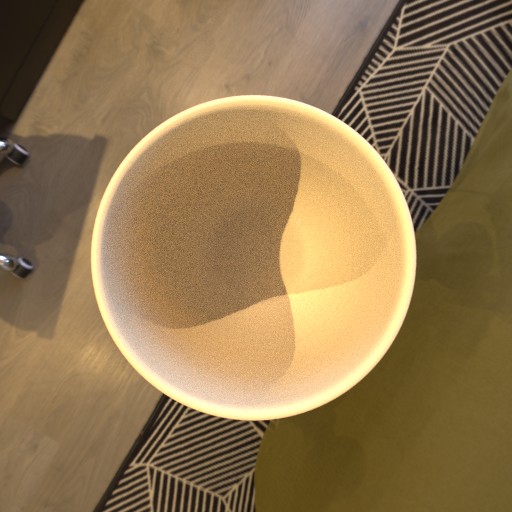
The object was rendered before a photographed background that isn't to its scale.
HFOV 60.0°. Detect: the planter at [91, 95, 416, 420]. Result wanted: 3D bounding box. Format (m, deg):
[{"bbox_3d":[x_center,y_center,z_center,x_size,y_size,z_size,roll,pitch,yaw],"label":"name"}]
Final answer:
[{"bbox_3d":[0.000,0.000,0.375,0.208,0.190,0.208,0,91,2],"label":"planter"}]
